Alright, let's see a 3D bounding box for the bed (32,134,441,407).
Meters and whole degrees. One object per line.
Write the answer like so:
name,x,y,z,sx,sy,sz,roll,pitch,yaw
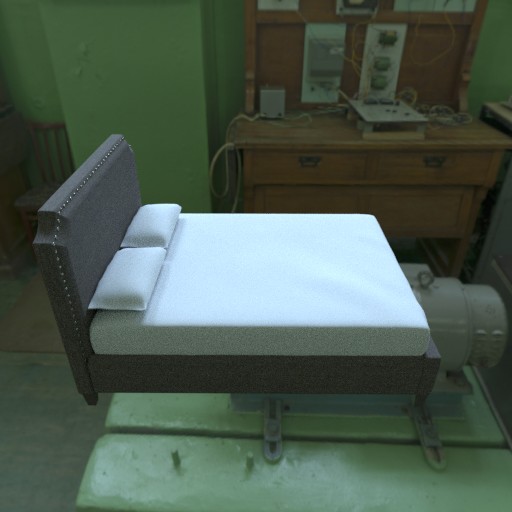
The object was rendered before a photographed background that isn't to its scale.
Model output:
bed,0.000,0.000,3.393,2.381,1.457,1.713,0,32,0
